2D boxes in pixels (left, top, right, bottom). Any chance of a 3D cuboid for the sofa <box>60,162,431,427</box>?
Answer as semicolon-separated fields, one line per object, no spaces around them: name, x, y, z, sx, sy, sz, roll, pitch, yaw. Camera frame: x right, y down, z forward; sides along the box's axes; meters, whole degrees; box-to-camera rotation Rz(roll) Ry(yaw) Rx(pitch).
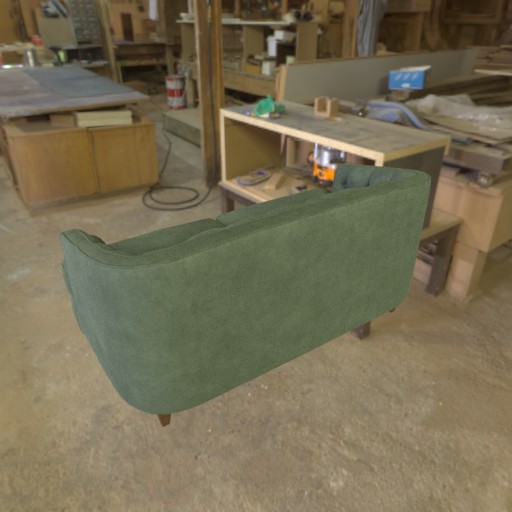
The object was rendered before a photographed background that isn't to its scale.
sofa;0.000;0.000;2.277;1.733;0.855;0.941;-19;35;-29
